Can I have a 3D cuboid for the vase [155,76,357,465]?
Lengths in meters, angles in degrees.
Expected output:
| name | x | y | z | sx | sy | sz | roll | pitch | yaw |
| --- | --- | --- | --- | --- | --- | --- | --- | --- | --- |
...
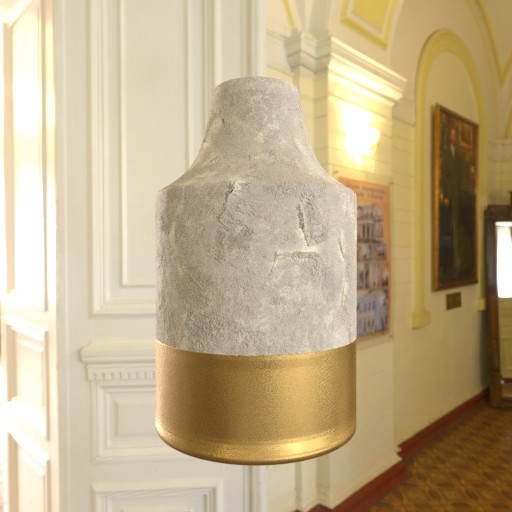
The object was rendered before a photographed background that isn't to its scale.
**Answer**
| name | x | y | z | sx | sy | sz | roll | pitch | yaw |
| --- | --- | --- | --- | --- | --- | --- | --- | --- | --- |
| vase | 0.000 | 0.000 | 0.415 | 0.184 | 0.305 | 0.184 | 0 | 1 | 0 |
